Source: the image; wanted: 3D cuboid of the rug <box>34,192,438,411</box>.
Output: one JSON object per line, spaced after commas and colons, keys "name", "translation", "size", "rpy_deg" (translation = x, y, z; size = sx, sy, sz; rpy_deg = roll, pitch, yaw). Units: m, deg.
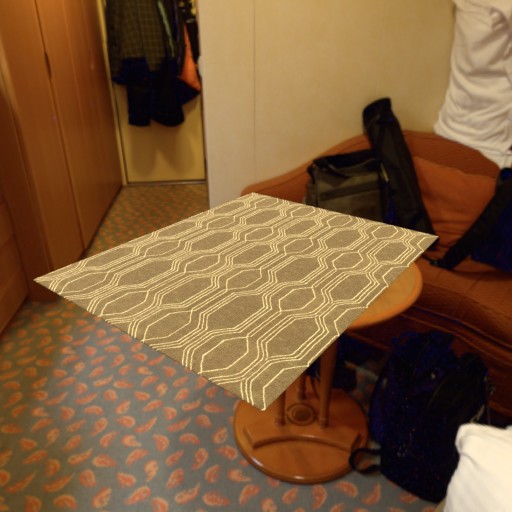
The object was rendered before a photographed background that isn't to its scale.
{"name": "rug", "translation": [0.000, 0.000, 4.211], "size": [2.457, 0.012, 3.062], "rpy_deg": [19, 31, 33]}
